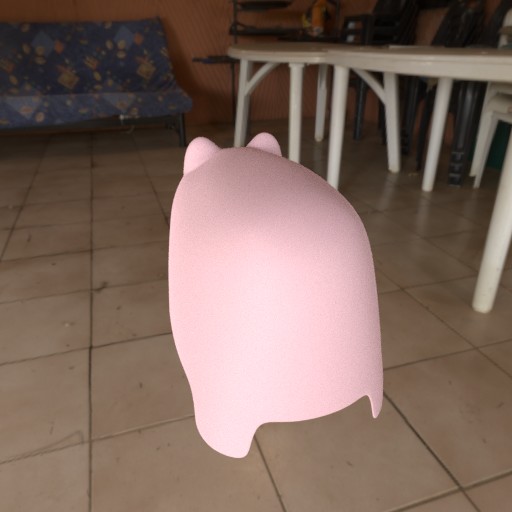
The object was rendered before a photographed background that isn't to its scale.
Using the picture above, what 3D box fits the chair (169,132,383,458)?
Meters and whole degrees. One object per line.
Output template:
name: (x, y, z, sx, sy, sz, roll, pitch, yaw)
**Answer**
chair: (0.000, 0.000, 0.885, 0.364, 0.423, 0.619, -9, 28, -17)
